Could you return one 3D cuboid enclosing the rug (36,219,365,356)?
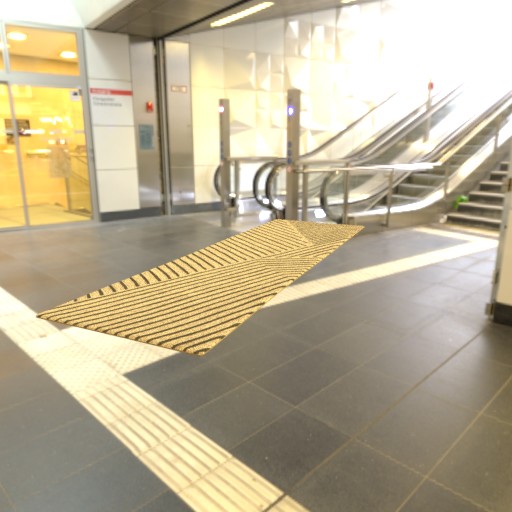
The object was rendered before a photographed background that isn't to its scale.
[{"bbox_3d":[0.000,0.000,2.645,0.773,0.020,2.439,7,16,25],"label":"rug"}]
